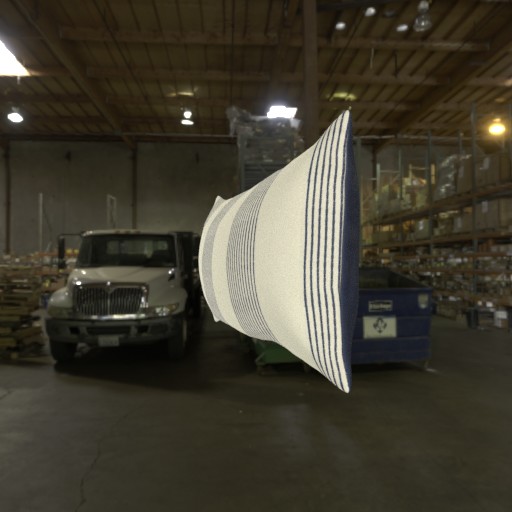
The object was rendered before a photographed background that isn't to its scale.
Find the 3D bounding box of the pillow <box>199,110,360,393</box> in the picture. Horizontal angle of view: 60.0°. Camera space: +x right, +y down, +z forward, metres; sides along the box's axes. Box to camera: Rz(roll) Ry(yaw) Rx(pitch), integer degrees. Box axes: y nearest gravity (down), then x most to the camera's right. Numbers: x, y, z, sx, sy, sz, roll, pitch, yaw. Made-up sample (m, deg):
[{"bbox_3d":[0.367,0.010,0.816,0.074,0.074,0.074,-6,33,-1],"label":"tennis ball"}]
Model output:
[{"bbox_3d":[0.000,0.000,0.723,0.151,0.287,0.610,0,-1,-17],"label":"pillow"}]
